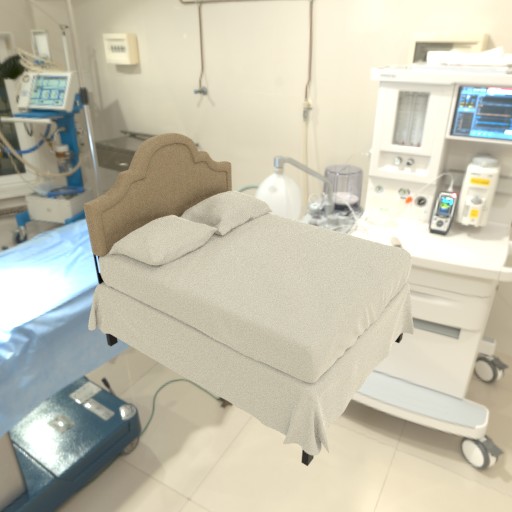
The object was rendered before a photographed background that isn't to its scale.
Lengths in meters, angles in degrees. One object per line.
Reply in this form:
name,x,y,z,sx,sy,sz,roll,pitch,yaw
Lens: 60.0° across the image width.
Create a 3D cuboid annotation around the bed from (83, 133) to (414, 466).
bed,0.000,0.000,3.444,2.222,1.634,1.780,19,32,33
